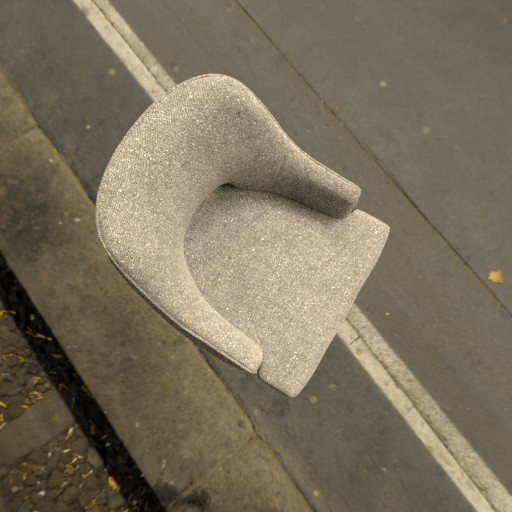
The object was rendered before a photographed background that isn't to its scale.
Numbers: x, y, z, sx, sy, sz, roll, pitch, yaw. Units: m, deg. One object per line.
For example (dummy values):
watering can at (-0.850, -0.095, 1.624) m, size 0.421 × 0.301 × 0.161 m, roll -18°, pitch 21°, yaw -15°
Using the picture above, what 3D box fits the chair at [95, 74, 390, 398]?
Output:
chair at (0.000, 0.000, 1.298) m, size 0.629 × 0.875 × 0.608 m, roll 31°, pitch 78°, yaw 7°
